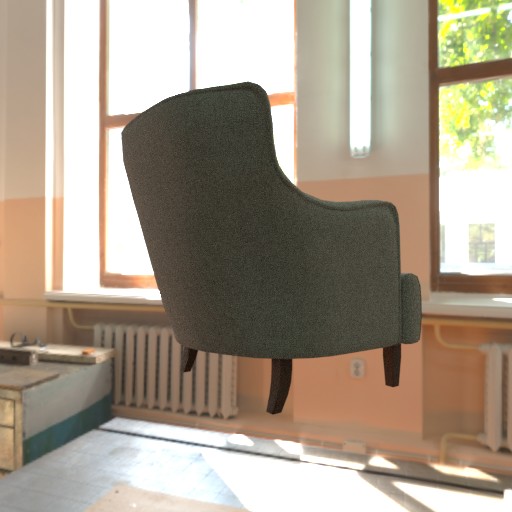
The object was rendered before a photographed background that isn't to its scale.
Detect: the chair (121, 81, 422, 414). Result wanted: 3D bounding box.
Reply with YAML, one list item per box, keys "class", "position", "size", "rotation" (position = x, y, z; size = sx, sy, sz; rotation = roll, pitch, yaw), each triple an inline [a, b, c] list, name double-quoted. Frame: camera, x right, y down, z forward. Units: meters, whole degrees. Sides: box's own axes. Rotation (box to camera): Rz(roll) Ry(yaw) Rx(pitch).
- class: "chair"
  position: [0.000, 0.000, 1.602]
  size: [0.910, 0.920, 0.820]
  rotation: [0, -1, -35]
